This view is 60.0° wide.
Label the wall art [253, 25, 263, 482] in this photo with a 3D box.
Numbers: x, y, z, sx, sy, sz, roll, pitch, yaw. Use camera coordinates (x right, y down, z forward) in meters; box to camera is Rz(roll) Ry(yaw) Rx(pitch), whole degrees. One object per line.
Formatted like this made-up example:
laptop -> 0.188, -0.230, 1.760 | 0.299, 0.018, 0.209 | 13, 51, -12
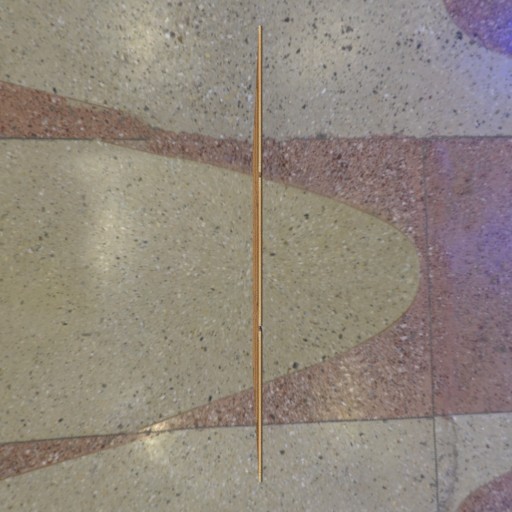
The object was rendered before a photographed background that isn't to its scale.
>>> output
wall art -> 0.000, 0.000, 2.237 | 0.013, 1.525, 1.520 | 0, 89, -1
